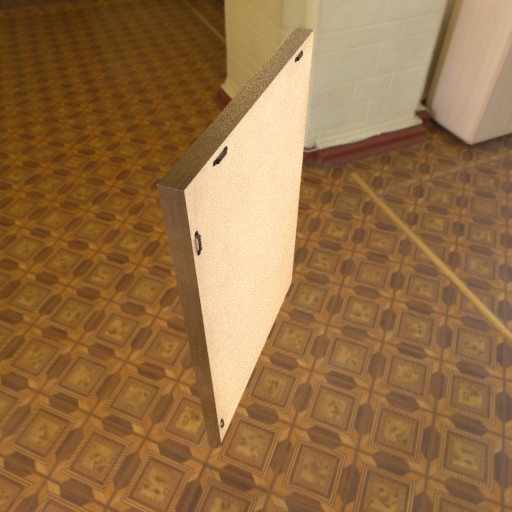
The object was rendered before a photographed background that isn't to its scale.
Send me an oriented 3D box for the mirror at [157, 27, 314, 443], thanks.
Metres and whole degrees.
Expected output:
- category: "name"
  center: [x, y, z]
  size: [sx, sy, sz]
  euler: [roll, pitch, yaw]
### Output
- category: "mirror"
  center: [0.000, 0.000, 0.905]
  size: [0.039, 0.711, 0.508]
  euler: [16, 48, 15]
